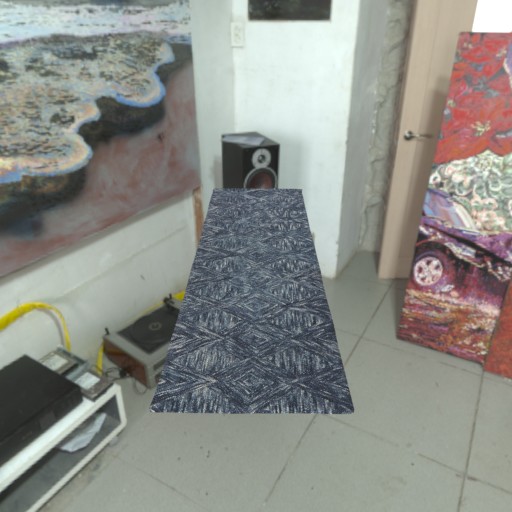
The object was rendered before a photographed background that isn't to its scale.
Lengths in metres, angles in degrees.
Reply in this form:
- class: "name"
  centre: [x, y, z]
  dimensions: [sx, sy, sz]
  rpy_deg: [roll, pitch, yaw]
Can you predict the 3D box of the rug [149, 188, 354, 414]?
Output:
- class: "rug"
  centre: [0.000, 0.000, 2.529]
  dimensions: [0.719, 0.013, 2.306]
  rpy_deg: [0, 28, 0]
